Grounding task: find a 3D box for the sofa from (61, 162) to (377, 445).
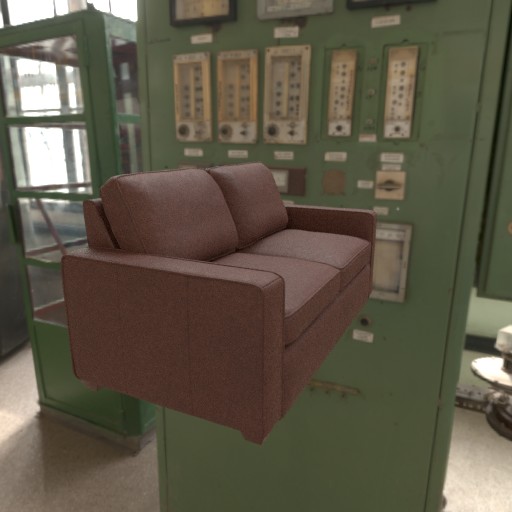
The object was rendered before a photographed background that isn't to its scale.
[{"bbox_3d":[0.000,0.000,2.337,0.947,0.918,1.709,7,16,25],"label":"sofa"}]
